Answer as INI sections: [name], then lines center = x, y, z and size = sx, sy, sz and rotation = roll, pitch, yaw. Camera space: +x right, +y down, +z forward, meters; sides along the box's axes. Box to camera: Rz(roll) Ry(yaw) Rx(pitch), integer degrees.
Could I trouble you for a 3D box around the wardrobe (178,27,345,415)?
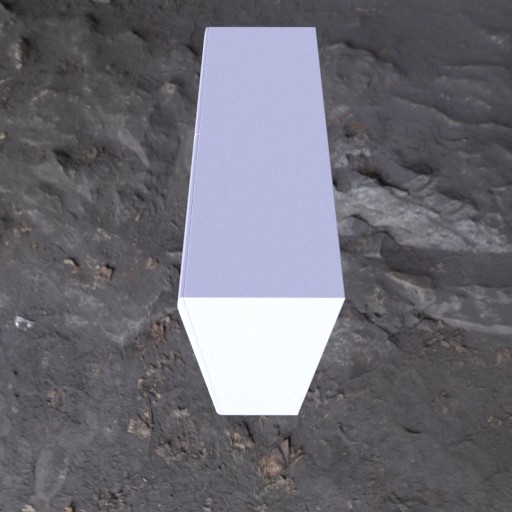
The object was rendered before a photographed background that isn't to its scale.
[wardrobe]
center = 0.000, 0.000, 1.629
size = 0.360, 1.200, 0.900
rotation = 0, 60, 0
